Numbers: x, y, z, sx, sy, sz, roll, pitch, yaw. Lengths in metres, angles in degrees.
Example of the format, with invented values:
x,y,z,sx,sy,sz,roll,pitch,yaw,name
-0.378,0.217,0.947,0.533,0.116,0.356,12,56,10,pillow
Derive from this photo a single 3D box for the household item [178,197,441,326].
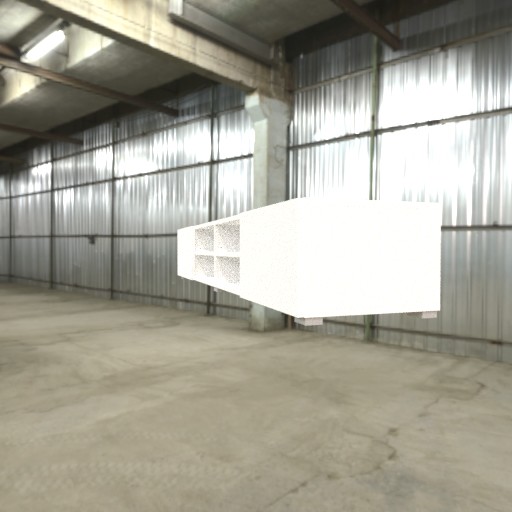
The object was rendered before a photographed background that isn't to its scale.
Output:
x,y,z,sx,sy,sz,roll,pitch,yaw,name
0.000,0.000,2.002,0.420,0.310,1.850,0,1,-19,household item
